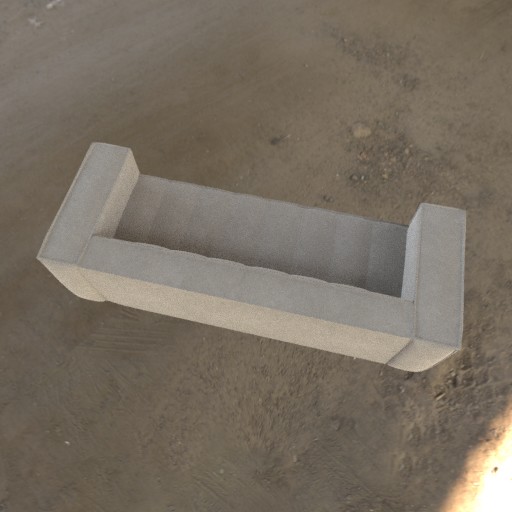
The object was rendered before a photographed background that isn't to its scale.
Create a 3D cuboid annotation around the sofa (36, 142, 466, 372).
[{"bbox_3d":[0.000,0.000,3.171,2.697,0.680,1.038,12,64,6],"label":"sofa"}]
